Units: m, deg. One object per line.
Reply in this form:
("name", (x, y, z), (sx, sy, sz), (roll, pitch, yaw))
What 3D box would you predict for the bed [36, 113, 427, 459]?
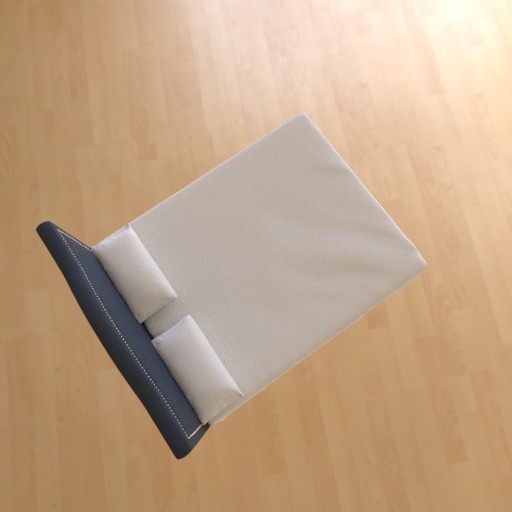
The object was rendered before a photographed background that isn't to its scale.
("bed", (0.000, 0.000, 3.441), (2.282, 1.436, 1.821), (-34, 79, -8))
